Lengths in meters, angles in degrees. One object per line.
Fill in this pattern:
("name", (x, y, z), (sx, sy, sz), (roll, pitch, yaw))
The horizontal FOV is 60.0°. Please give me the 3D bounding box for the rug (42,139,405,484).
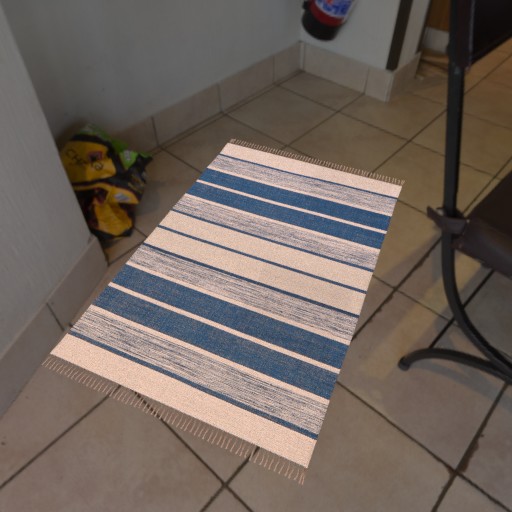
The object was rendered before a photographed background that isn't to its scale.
("rug", (0.000, 0.000, 2.992), (1.532, 0.010, 2.441), (18, 50, 16))
